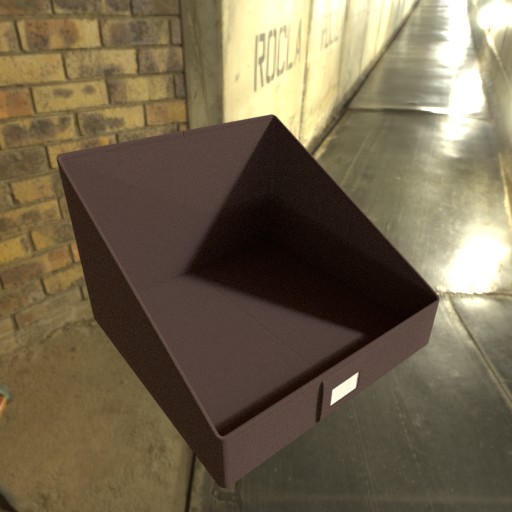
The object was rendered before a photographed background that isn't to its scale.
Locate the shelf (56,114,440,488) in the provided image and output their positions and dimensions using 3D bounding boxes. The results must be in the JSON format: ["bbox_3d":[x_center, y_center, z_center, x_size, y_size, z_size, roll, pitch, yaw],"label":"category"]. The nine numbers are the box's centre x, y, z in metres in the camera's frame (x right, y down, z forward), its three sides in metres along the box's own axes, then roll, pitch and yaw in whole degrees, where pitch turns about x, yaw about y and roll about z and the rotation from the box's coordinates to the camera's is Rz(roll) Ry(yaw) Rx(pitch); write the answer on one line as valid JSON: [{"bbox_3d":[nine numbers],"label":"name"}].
[{"bbox_3d":[0.000,0.000,0.482,0.292,0.210,0.292,-22,37,-32],"label":"shelf"}]
